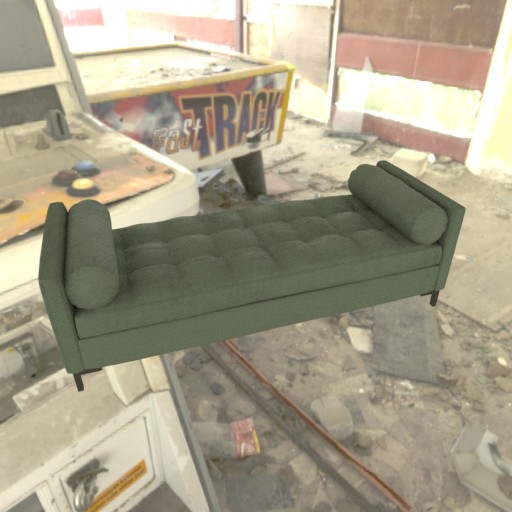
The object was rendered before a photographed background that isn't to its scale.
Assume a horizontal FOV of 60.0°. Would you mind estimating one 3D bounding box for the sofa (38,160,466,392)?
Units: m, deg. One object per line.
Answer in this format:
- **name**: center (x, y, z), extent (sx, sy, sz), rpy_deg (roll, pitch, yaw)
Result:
- **sofa**: center (0.000, 0.000, 2.521), extent (2.130, 0.681, 0.817), rpy_deg (-10, 33, -16)
